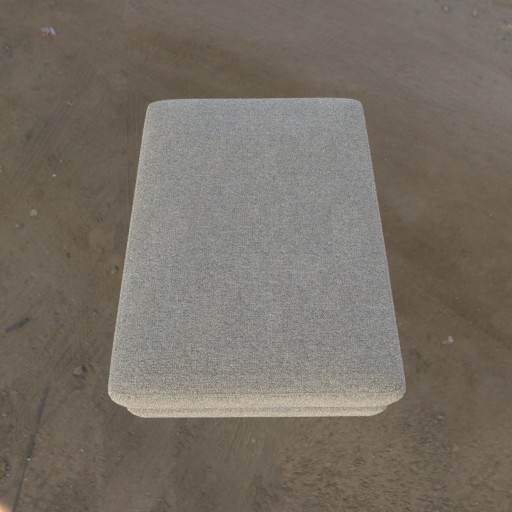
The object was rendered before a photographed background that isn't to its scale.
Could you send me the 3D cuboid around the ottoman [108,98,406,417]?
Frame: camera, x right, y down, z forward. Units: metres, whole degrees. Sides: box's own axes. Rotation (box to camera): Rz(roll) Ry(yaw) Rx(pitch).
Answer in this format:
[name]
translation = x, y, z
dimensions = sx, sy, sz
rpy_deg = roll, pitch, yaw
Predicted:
[ottoman]
translation = 0.000, 0.000, 1.214
dimensions = 0.611, 0.441, 0.821
rpy_deg = 0, 63, 0
